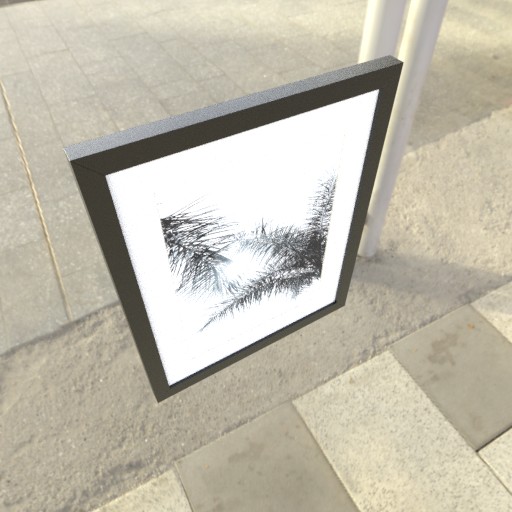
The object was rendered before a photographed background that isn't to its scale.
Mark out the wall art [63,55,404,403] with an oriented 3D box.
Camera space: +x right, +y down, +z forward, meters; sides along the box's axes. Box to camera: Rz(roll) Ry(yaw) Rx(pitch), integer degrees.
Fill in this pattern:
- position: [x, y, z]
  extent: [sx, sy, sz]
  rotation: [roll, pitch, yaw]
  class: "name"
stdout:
- position: [0.000, 0.000, 0.742]
  extent: [0.457, 0.557, 0.028]
  rotation: [-23, 51, -20]
  class: "wall art"
